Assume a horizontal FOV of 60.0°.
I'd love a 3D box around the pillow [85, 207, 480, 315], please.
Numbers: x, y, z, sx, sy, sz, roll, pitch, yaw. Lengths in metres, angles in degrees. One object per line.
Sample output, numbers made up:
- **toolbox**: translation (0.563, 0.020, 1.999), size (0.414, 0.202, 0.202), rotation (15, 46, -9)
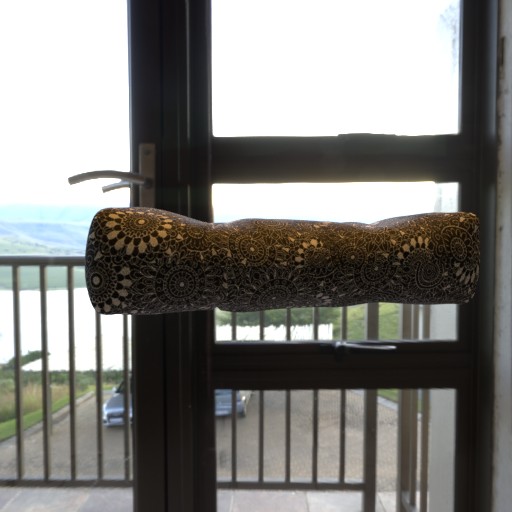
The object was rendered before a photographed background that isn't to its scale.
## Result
- **pillow**: translation (0.000, 0.000, 0.709), size (0.490, 0.128, 0.468), rotation (-1, 2, -17)
